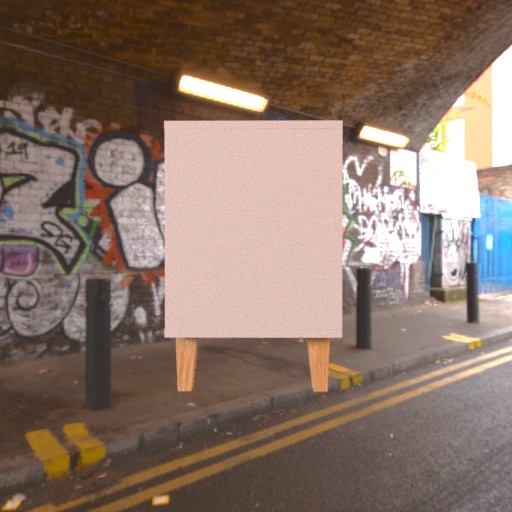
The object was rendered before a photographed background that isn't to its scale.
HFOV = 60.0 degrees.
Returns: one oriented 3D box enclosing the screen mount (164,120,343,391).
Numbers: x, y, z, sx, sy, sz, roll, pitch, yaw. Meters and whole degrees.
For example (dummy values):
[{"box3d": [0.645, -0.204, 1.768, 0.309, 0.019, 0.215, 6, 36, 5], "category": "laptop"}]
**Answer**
[{"box3d": [0.000, 0.000, 1.740, 0.400, 0.619, 1.490, 0, 0, 0], "category": "screen mount"}]
